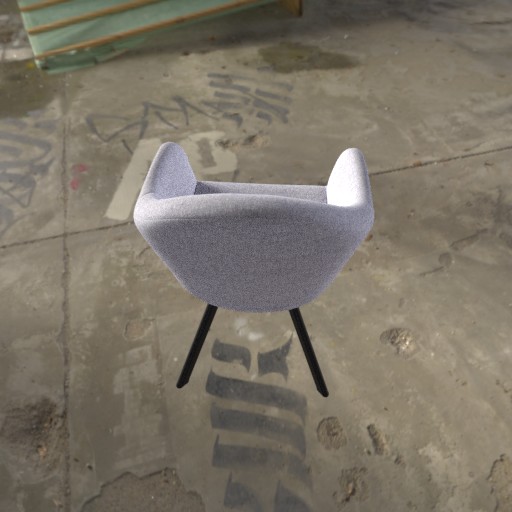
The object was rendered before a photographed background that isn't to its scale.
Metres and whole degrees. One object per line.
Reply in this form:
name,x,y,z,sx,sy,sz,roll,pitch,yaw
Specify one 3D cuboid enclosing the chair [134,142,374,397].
chair,0.000,0.000,1.181,0.540,0.780,0.570,3,47,2
